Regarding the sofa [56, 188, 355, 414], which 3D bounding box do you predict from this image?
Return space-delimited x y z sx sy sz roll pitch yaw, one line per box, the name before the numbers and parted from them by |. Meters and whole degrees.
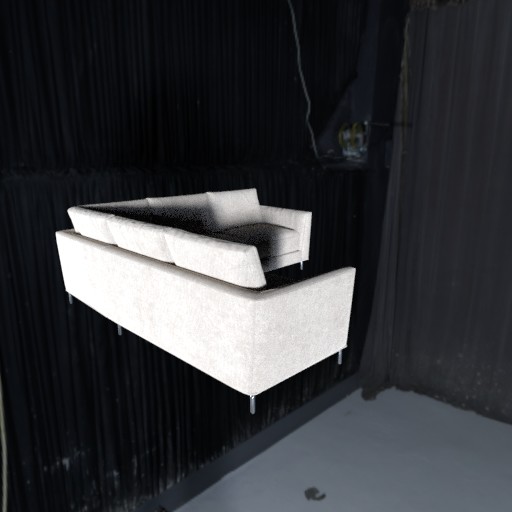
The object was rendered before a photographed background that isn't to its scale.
sofa | 0.000 0.000 3.772 2.438 0.864 2.438 14 20 43
